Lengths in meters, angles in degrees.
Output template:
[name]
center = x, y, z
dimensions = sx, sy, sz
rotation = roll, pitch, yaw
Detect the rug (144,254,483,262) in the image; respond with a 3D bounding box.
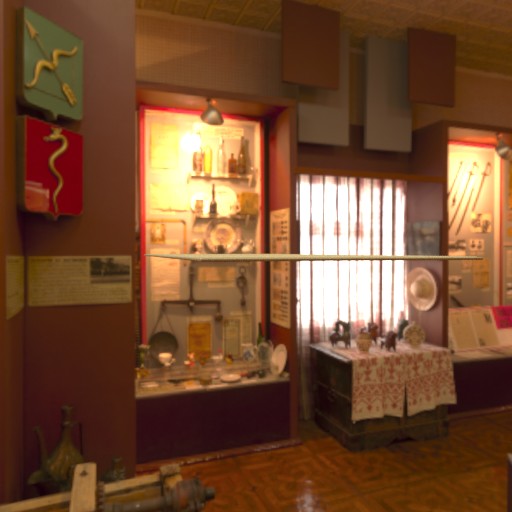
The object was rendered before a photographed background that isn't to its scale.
[rug]
center = 0.000, 0.000, 1.417
dimensions = 0.604, 0.007, 1.219
rotation = 0, 1, -19
